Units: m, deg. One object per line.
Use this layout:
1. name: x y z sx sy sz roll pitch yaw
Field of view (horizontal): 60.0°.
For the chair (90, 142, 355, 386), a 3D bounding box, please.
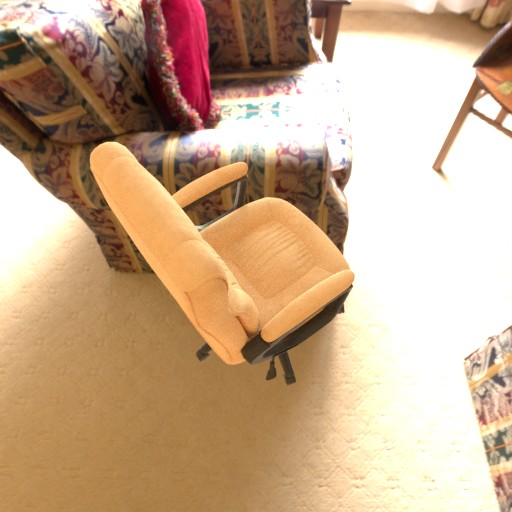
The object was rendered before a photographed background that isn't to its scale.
1. chair: 0.000 0.000 1.547 0.724 1.105 0.667 -32 64 -18
